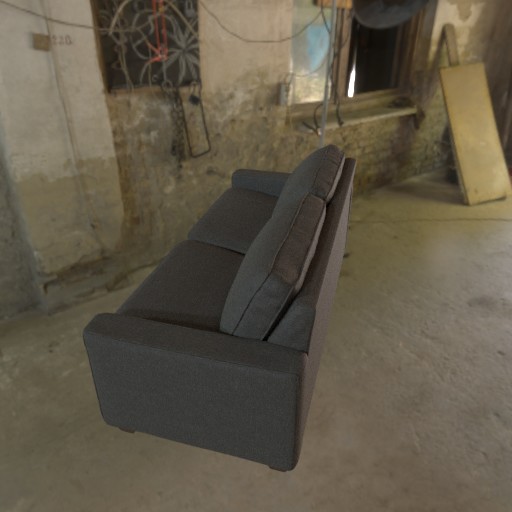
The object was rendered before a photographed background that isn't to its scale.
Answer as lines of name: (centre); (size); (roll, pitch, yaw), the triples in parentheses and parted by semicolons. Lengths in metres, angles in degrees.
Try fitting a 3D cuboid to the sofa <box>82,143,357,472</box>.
sofa: (0.000, 0.000, 2.586); (0.940, 0.919, 2.080); (8, 31, 14)
